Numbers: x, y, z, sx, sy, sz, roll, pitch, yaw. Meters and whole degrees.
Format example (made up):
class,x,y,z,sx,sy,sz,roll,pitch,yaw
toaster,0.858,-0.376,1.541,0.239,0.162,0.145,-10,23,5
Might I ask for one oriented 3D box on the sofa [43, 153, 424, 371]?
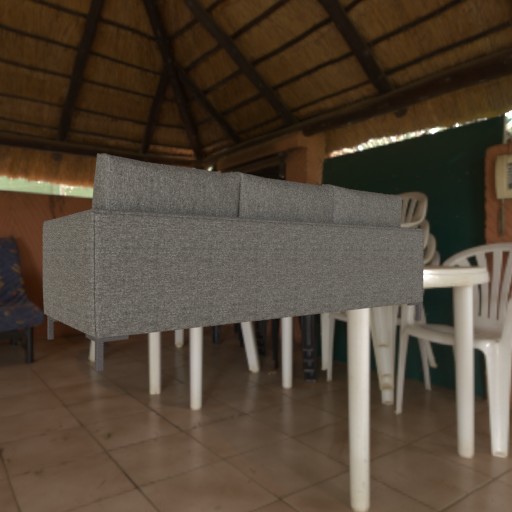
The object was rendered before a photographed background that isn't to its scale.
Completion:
class,x,y,z,sx,sy,sz,roll,pitch,yaw
sofa,0.000,0.000,2.695,2.253,0.879,0.876,0,0,-37
